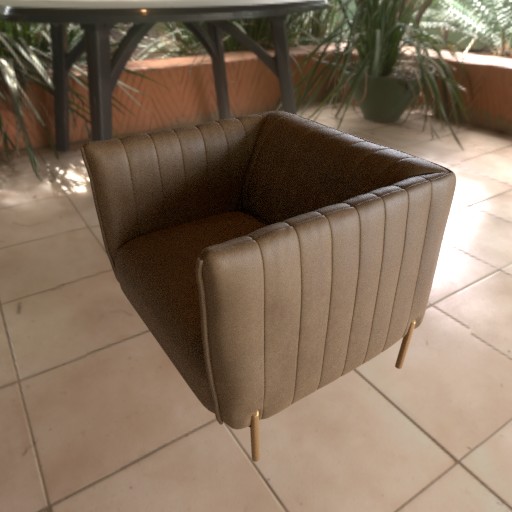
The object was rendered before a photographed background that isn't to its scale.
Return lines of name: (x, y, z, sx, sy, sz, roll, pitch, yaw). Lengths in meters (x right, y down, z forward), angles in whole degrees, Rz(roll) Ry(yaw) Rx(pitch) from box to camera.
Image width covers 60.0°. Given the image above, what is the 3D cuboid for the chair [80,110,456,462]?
chair: (0.000, 0.000, 1.621, 0.876, 0.779, 0.981, -20, 37, -28)
